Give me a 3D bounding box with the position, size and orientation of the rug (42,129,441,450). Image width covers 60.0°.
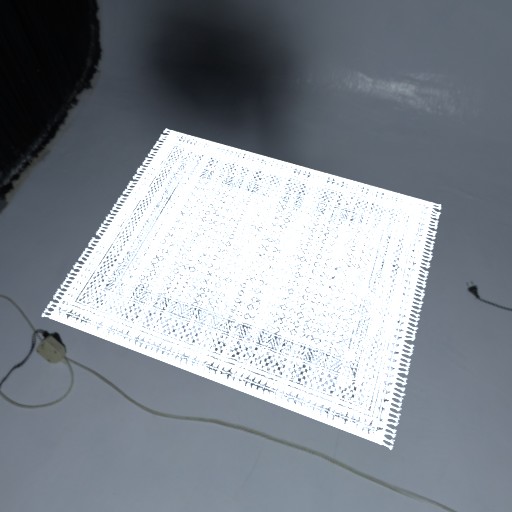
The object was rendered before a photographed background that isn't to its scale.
[{"bbox_3d":[0.000,0.000,3.932,2.940,0.013,2.312,18,61,10],"label":"rug"}]
